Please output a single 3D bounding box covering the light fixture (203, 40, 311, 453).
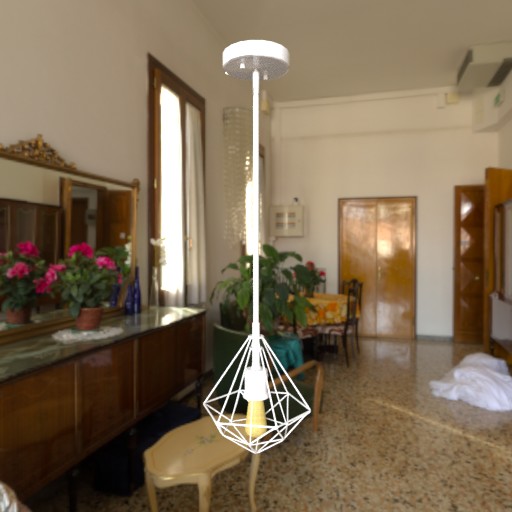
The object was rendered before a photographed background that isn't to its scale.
[{"bbox_3d":[0.000,0.000,1.968,0.431,1.764,0.487,0,1,-20],"label":"light fixture"}]
